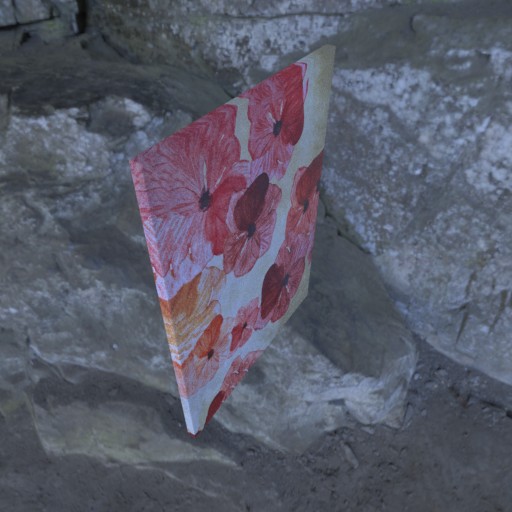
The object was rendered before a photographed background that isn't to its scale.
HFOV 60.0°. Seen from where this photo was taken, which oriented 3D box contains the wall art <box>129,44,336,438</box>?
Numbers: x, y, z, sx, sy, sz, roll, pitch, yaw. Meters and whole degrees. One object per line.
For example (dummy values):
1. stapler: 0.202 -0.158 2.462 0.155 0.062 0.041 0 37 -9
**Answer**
1. wall art: 0.000 0.000 1.343 0.031 1.015 0.762 24 47 24
